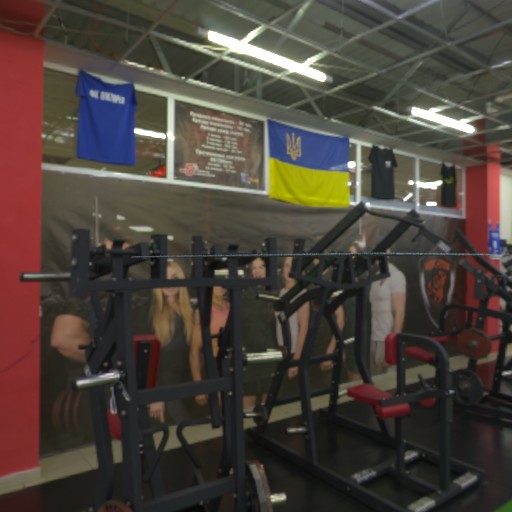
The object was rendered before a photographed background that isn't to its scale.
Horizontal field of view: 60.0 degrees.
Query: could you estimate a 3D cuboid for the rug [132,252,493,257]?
[{"bbox_3d":[0.000,0.000,2.637,0.688,0.008,2.443,0,-1,-34],"label":"rug"}]
